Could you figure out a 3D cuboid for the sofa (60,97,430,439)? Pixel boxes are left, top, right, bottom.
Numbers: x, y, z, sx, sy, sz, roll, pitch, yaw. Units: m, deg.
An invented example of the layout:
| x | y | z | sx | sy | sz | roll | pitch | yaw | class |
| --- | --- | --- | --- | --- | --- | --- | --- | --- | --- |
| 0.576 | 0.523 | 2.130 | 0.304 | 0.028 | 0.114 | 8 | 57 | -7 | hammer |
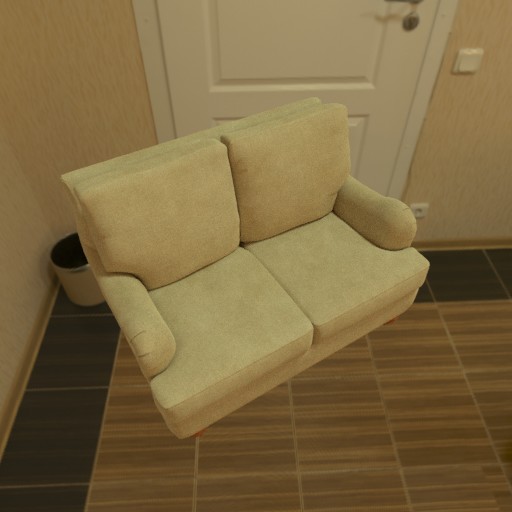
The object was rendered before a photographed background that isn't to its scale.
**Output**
| x | y | z | sx | sy | sz | roll | pitch | yaw | class |
| --- | --- | --- | --- | --- | --- | --- | --- | --- | --- |
| 0.000 | 0.000 | 2.261 | 1.498 | 1.087 | 1.086 | -24 | 51 | -21 | sofa |
